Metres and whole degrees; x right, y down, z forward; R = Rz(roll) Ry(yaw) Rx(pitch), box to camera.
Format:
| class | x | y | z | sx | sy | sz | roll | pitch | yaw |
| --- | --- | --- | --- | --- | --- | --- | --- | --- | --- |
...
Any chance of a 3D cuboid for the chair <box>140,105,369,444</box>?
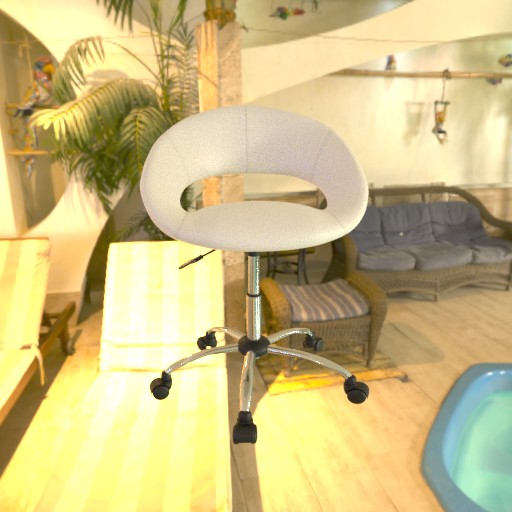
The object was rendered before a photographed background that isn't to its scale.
| class | x | y | z | sx | sy | sz | roll | pitch | yaw |
| --- | --- | --- | --- | --- | --- | --- | --- | --- | --- |
| chair | 0.000 | 0.000 | 1.198 | 0.612 | 0.791 | 0.538 | -2 | 16 | -7 |
